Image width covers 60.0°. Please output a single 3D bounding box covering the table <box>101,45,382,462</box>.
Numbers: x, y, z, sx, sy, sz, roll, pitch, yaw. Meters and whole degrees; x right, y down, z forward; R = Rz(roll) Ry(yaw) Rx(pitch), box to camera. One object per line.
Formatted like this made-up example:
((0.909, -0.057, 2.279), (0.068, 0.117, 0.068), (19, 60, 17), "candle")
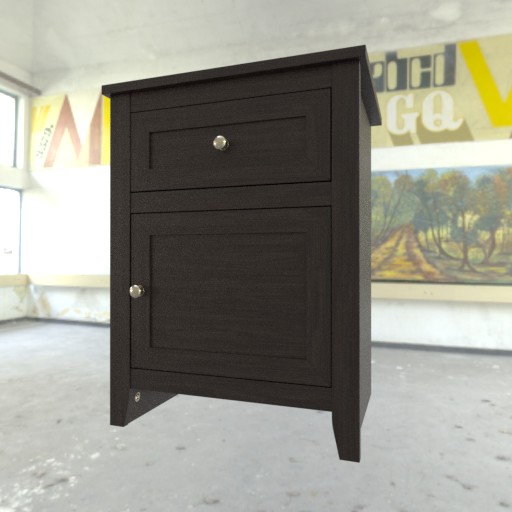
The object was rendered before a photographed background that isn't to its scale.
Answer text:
((0.000, 0.000, 0.920), (0.480, 0.635, 0.381), (0, 0, 19), "table")
